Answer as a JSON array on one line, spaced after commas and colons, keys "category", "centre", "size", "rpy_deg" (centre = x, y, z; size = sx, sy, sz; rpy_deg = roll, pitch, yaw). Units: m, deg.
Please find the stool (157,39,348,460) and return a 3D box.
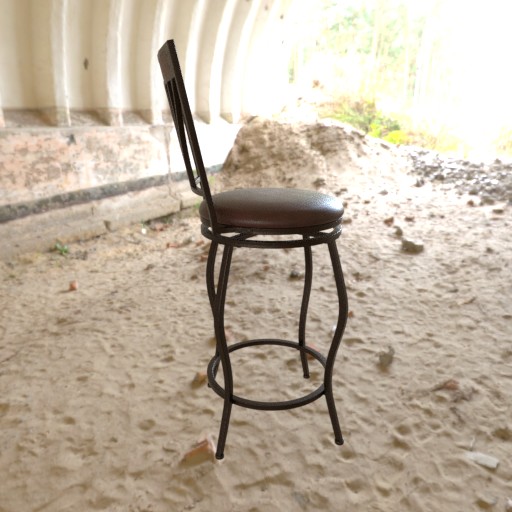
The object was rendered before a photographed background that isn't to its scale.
[{"category": "stool", "centre": [0.000, 0.000, 1.343], "size": [0.514, 1.117, 0.433], "rpy_deg": [-3, 17, -9]}]
